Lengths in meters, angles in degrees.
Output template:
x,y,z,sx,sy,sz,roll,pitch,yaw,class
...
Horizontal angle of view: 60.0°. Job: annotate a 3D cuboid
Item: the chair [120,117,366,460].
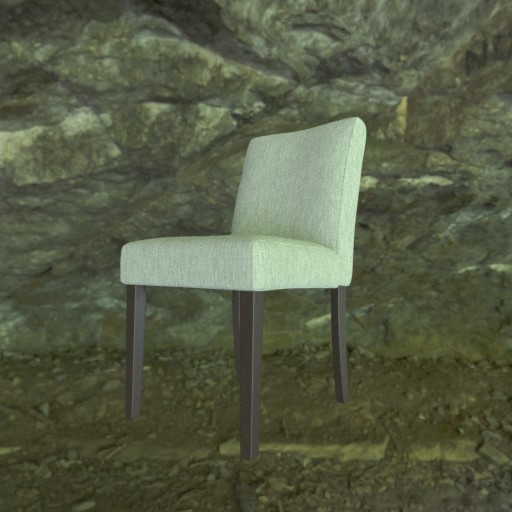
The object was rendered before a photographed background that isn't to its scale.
x,y,z,sx,sy,sz,roll,pitch,yaw,class
0.000,0.000,1.320,0.487,0.884,0.629,0,-1,37,chair
